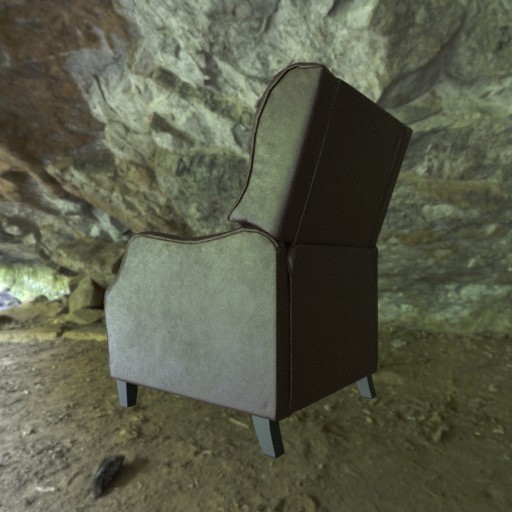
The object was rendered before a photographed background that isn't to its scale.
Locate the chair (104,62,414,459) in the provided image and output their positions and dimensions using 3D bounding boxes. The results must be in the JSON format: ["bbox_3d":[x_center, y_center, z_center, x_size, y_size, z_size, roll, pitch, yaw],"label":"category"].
[{"bbox_3d":[0.000,0.000,1.716,0.982,1.132,0.770,-1,-1,37],"label":"chair"}]
